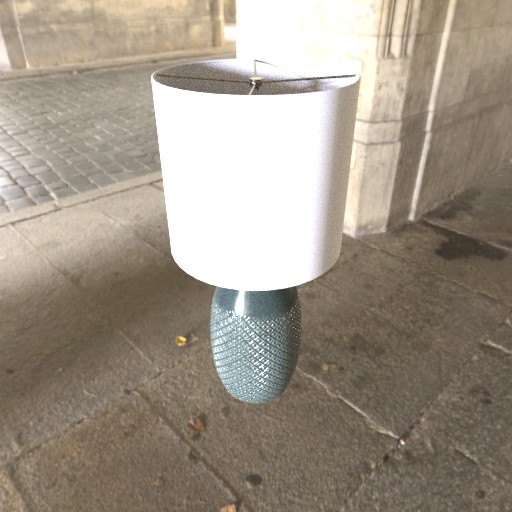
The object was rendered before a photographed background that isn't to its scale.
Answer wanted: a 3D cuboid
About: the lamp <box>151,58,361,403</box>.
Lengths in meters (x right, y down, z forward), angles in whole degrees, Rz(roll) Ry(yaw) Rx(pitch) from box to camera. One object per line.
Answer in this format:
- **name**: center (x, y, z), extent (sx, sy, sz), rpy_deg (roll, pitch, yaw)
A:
- **lamp**: center (0.000, 0.000, 0.586), extent (0.217, 0.453, 0.217), rpy_deg (1, 32, 1)
